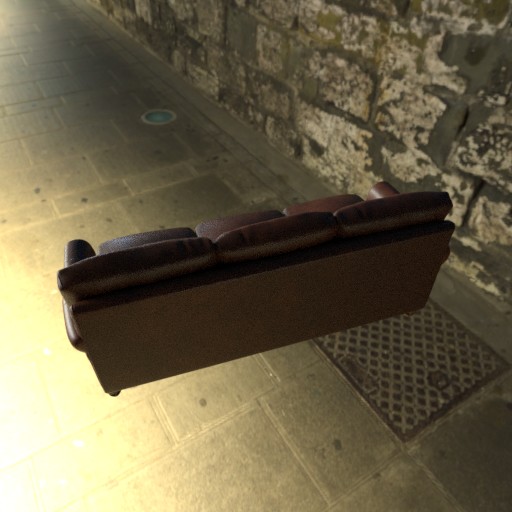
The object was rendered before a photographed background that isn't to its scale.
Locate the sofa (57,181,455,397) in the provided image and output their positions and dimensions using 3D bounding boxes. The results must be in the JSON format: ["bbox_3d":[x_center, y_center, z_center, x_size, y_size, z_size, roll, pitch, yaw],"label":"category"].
[{"bbox_3d":[0.000,0.000,2.891,2.351,0.977,0.973,-12,43,-13],"label":"sofa"}]
